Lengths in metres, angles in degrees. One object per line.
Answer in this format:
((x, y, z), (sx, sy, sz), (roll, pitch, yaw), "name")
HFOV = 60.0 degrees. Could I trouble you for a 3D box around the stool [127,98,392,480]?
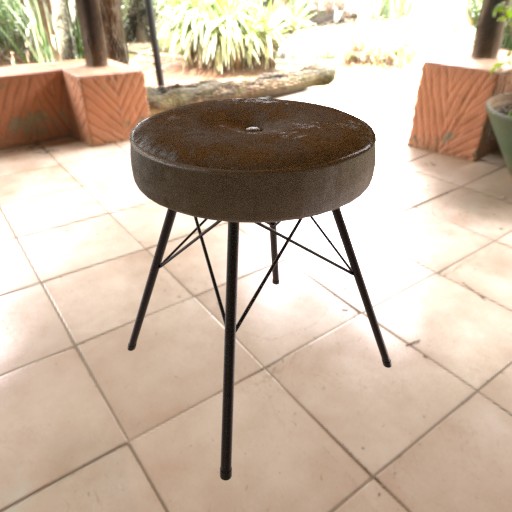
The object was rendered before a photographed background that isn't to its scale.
((0.000, 0.000, 0.880), (0.457, 0.538, 0.423), (-22, 38, -31), "stool")
